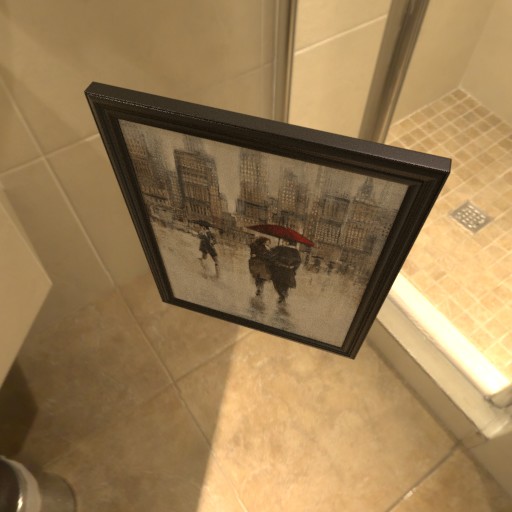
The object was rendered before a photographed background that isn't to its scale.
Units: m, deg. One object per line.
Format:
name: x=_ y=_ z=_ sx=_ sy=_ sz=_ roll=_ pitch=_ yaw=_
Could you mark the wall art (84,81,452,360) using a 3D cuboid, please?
wall art: x=0.000 y=0.000 z=1.602 sx=0.950 sy=1.194 sz=0.053 roll=15 pitch=58 yaw=10
